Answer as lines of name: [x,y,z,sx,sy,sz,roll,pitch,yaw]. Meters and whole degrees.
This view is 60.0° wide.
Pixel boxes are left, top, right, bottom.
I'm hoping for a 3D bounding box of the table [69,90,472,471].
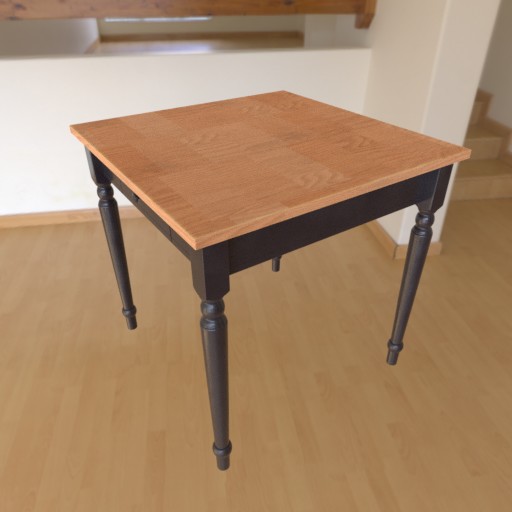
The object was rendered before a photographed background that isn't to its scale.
table: [0.000,0.000,1.348,0.747,0.738,0.747,-20,38,-28]
